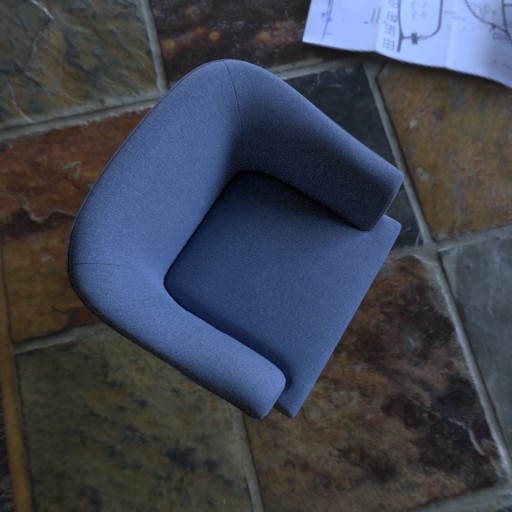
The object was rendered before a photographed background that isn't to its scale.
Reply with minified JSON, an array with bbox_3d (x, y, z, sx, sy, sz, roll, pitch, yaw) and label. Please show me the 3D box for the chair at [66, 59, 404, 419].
[{"bbox_3d":[0.000,0.000,1.381,0.704,0.815,0.798,31,77,8],"label":"chair"}]
